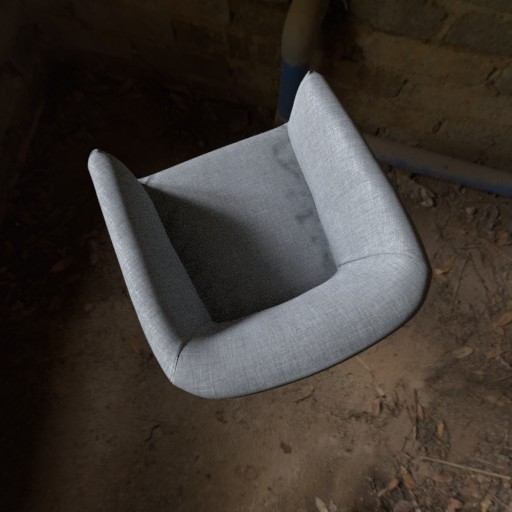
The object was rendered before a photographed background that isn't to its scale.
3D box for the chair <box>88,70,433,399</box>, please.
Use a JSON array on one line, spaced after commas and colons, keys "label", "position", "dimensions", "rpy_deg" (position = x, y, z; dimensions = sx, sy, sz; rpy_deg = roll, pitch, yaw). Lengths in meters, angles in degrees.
[{"label": "chair", "position": [0.000, 0.000, 1.237], "dimensions": [0.600, 0.771, 0.668], "rpy_deg": [-22, 77, -6]}]
